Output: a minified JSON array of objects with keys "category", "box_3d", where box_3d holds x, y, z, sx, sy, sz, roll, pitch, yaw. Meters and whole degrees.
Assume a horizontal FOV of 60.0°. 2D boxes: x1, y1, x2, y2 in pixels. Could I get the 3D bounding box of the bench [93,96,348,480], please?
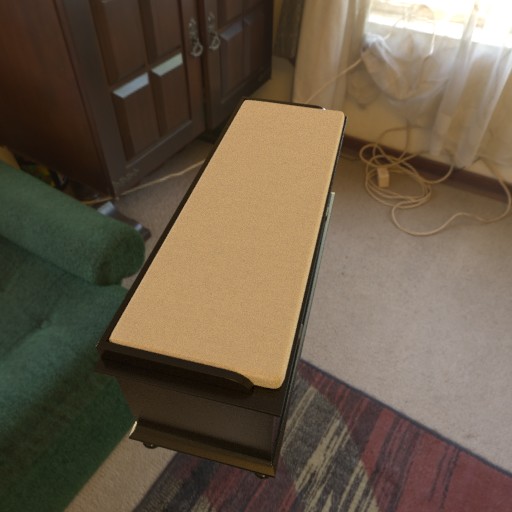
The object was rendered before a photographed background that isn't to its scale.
[{"category":"bench","box_3d":[0.000,0.000,1.435,0.402,0.501,1.185,10,47,10]}]
